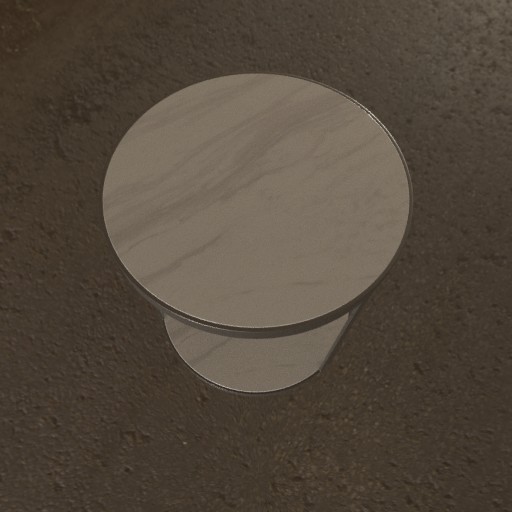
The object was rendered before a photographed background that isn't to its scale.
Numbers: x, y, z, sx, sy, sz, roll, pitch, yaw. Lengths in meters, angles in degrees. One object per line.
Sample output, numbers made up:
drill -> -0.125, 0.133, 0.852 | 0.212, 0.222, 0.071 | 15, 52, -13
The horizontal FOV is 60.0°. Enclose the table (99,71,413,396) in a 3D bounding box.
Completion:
table -> 0.000, 0.000, 0.848 | 0.445, 0.479, 0.445 | 0, 63, 0
